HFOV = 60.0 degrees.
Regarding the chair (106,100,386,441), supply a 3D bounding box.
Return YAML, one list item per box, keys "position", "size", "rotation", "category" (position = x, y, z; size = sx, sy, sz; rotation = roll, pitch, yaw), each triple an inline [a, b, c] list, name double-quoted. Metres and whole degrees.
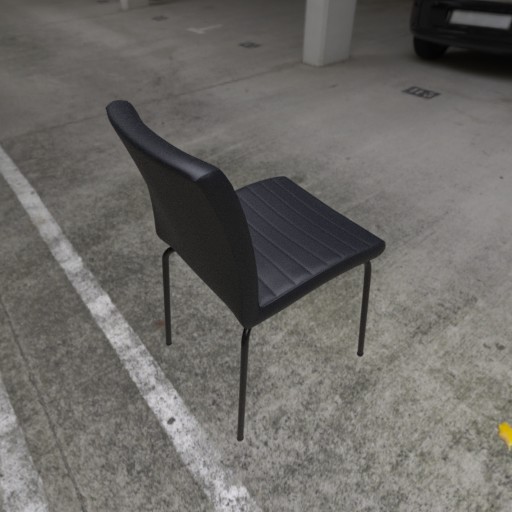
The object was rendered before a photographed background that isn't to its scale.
- position: [0.000, 0.000, 1.202]
  size: [0.572, 0.872, 0.450]
  rotation: [-27, 48, -27]
  category: "chair"
